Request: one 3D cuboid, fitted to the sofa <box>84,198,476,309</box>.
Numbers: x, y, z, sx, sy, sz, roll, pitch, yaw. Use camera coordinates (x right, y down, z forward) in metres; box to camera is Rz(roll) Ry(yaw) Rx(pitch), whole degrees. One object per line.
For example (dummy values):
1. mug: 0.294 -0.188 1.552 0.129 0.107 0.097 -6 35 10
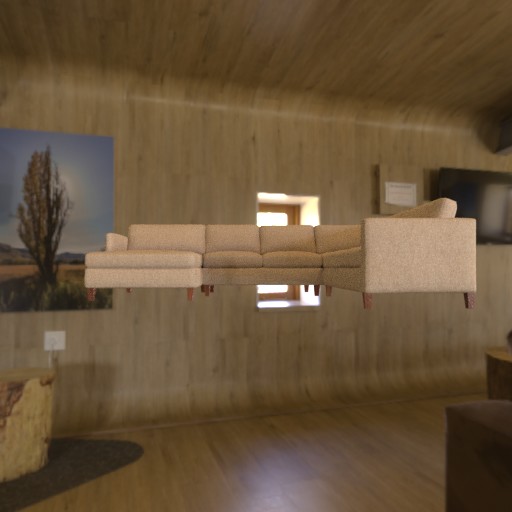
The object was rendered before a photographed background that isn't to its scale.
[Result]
1. sofa: 0.000 0.000 4.638 3.403 0.889 2.551 0 -2 -2
